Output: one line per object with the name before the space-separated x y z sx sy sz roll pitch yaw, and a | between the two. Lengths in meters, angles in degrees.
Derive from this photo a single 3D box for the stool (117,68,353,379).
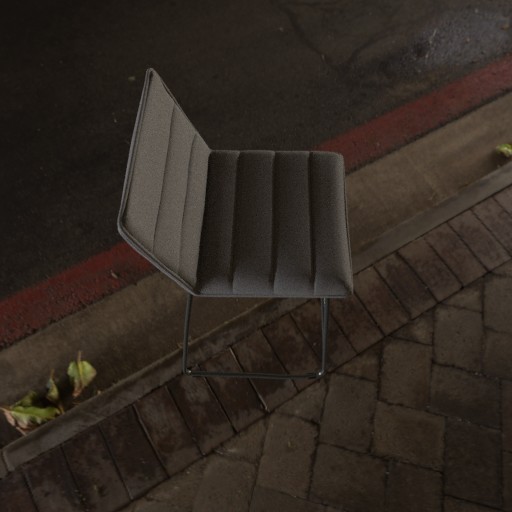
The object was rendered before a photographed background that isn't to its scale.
stool | 0.000 0.000 1.239 0.490 0.960 0.490 1 63 1
